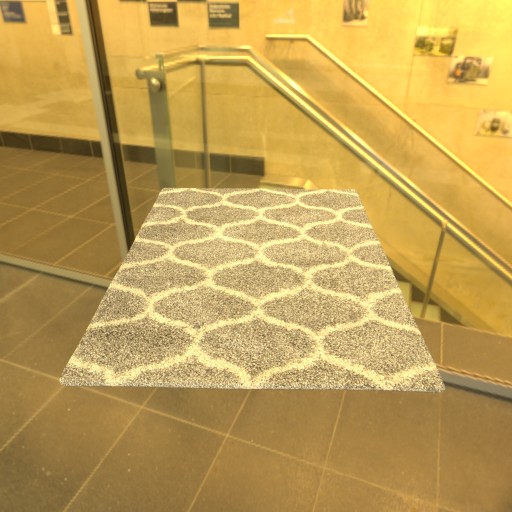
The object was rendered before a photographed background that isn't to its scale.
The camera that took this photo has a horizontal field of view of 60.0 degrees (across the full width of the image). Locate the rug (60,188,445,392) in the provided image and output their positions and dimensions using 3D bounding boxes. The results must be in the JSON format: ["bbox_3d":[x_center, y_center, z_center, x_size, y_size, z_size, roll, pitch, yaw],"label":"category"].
[{"bbox_3d":[0.000,0.000,2.053,1.200,0.025,1.600,1,31,1],"label":"rug"}]
